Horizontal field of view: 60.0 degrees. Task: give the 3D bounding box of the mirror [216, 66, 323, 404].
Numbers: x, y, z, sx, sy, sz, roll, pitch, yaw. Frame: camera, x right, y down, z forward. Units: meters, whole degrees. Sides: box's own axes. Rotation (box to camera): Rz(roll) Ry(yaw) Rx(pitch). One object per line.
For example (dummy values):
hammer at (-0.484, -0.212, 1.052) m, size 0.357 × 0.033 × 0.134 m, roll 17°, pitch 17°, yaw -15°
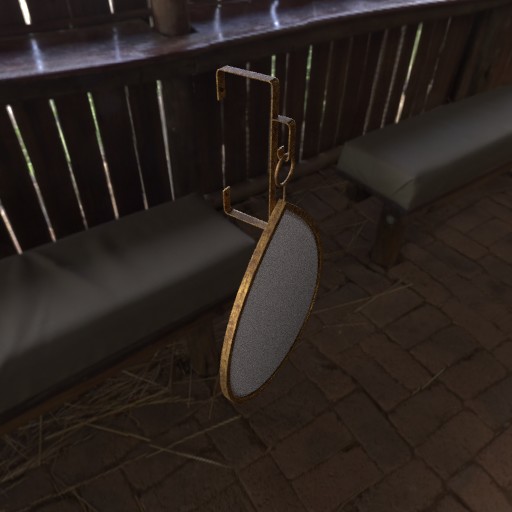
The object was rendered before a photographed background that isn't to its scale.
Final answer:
mirror at (0.000, 0.000, 0.934) m, size 0.144 × 0.744 × 0.405 m, roll 24°, pitch 47°, yaw 25°
